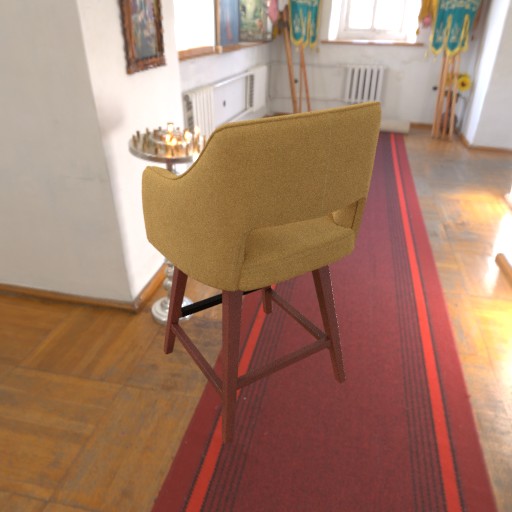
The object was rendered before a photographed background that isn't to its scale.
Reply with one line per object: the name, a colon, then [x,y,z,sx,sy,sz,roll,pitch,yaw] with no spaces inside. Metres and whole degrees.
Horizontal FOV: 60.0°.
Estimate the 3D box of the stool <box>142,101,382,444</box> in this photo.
stool: [0.000,0.000,1.303,0.548,0.924,0.558,-18,35,-28]
